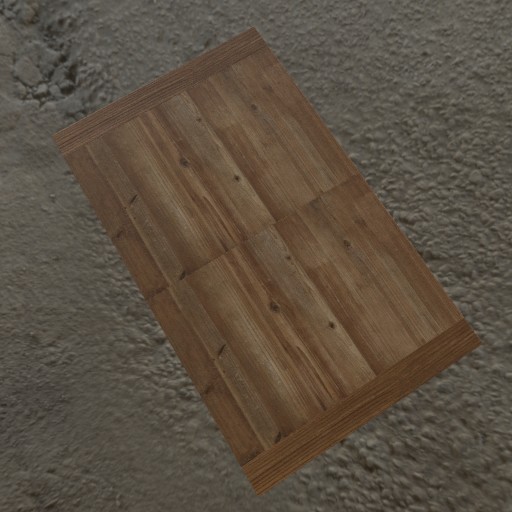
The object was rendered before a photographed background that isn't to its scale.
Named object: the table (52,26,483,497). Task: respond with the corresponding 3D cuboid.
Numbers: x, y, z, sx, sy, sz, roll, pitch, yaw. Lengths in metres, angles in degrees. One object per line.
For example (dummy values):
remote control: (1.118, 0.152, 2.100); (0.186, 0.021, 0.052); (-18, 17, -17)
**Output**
table: (0.000, 0.000, 1.987); (0.922, 0.743, 1.503); (-31, 79, -7)
